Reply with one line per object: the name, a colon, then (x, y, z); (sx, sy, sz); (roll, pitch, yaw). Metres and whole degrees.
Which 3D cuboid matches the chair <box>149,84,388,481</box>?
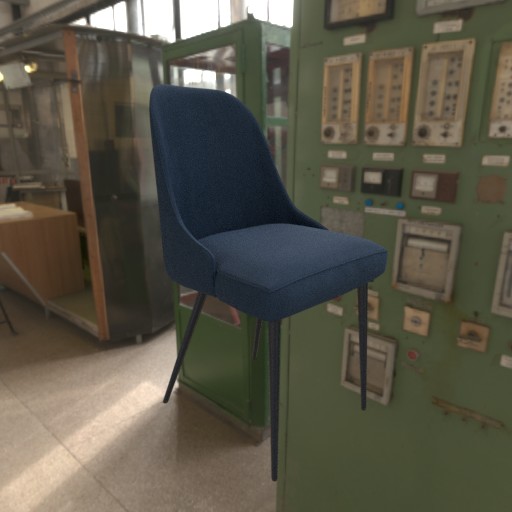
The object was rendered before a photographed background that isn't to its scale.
chair: (0.000, 0.000, 1.190); (0.559, 0.896, 0.478); (14, 20, 43)
